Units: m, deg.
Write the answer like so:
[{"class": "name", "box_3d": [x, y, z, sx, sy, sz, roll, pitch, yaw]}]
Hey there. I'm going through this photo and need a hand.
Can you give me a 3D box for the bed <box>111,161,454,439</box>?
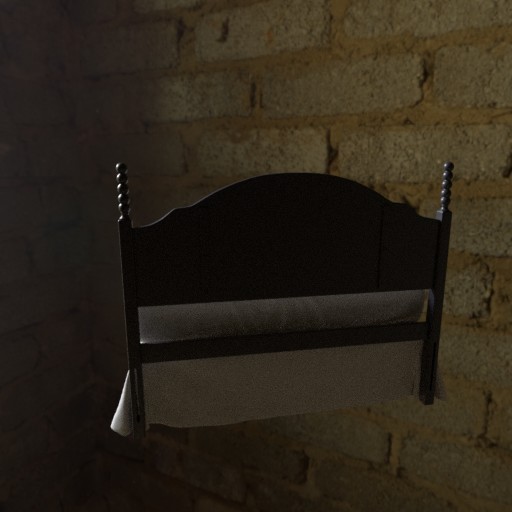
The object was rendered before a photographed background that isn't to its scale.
[{"class": "bed", "box_3d": [0.000, 0.000, 3.186, 1.873, 1.356, 2.040, -2, 13, -11]}]
